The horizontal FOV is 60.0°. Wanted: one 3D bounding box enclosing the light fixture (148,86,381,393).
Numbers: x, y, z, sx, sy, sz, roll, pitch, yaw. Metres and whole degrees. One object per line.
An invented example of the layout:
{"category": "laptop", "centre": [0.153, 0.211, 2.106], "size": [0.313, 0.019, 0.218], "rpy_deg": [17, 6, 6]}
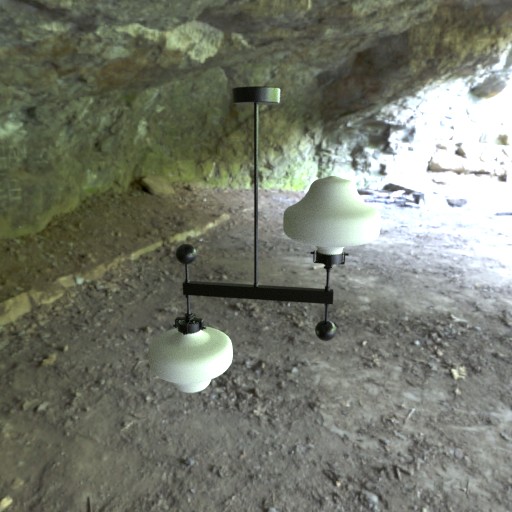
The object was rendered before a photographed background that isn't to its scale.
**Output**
{"category": "light fixture", "centre": [0.000, 0.000, 1.047], "size": [0.489, 0.743, 0.422], "rpy_deg": [-8, 17, -26]}
